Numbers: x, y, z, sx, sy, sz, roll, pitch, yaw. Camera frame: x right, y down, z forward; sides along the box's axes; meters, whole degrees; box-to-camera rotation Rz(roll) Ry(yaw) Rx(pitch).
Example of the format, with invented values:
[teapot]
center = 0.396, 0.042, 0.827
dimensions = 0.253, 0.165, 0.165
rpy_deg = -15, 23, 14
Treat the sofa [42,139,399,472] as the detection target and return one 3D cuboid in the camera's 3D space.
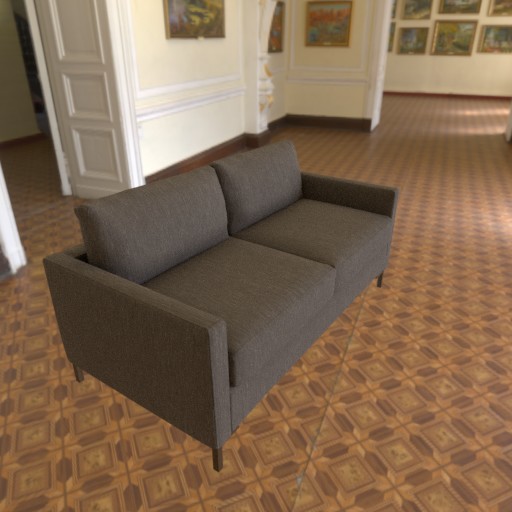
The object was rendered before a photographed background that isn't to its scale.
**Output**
[sofa]
center = 0.000, 0.000, 2.174
dimensions = 0.875, 0.840, 1.682
rpy_deg = 17, 31, 31
